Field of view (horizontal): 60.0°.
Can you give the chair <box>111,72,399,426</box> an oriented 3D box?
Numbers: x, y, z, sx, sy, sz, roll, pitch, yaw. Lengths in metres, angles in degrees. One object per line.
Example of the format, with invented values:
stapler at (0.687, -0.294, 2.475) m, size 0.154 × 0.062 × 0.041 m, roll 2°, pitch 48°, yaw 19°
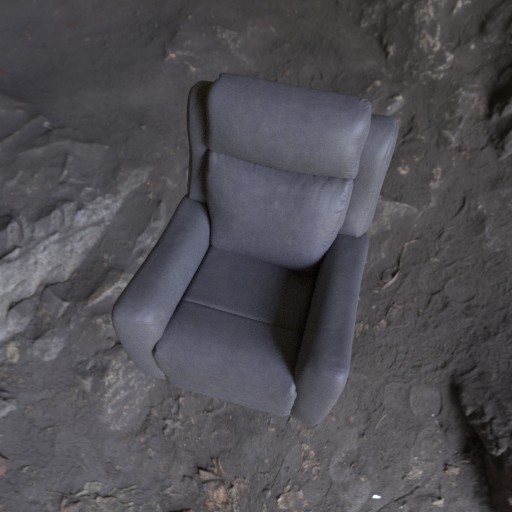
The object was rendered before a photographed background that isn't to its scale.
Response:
chair at (0.000, 0.000, 1.949) m, size 0.967 × 1.116 × 1.068 m, roll 15°, pitch 59°, yaw 9°
